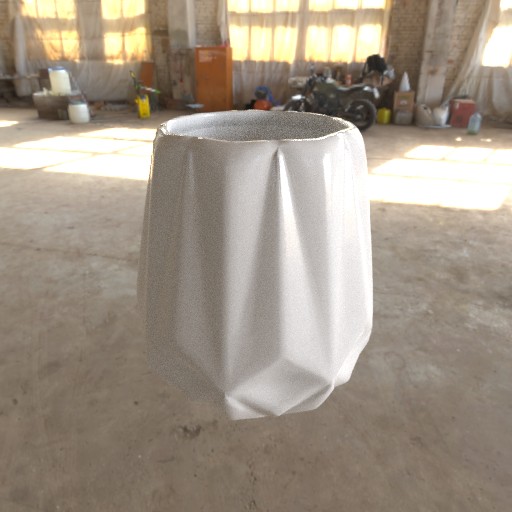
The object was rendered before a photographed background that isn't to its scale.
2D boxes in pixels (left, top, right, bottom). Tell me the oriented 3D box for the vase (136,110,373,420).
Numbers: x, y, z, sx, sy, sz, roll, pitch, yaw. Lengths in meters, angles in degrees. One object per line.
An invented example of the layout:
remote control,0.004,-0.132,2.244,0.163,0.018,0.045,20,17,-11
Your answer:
vase,0.000,0.000,0.259,0.141,0.152,0.141,0,26,0
